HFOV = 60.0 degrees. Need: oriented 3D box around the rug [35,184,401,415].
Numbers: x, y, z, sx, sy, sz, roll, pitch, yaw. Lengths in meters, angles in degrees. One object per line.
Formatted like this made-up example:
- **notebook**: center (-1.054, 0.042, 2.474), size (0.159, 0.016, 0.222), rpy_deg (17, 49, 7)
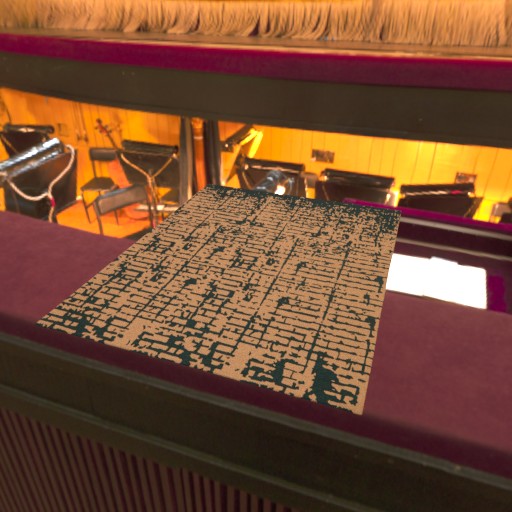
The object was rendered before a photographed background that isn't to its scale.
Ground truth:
- **rug**: center (0.000, 0.000, 4.170), size (2.416, 0.014, 3.017), rpy_deg (11, 32, 17)
